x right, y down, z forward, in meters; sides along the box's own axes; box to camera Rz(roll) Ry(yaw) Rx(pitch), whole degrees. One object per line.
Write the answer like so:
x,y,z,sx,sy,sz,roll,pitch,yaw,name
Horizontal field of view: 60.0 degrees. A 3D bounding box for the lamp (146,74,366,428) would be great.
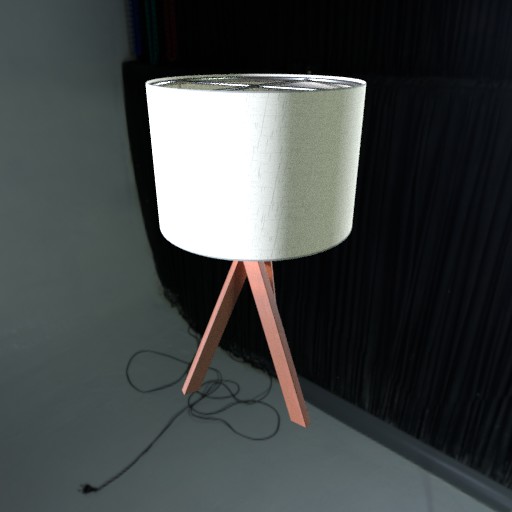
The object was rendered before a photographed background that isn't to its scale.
0.000,0.000,0.930,0.380,0.686,0.380,17,30,31,lamp
